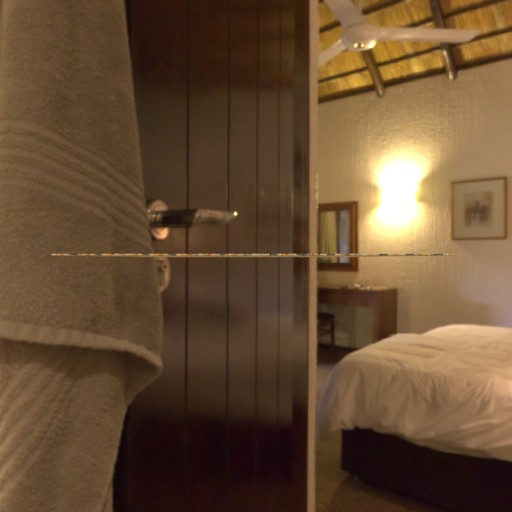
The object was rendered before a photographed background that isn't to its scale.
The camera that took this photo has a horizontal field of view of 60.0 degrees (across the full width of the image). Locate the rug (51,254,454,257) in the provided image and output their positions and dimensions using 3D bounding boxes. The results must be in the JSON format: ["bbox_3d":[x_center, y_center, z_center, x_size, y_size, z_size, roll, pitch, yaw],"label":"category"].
[{"bbox_3d":[0.000,0.000,4.186,2.439,0.010,3.048,0,0,1],"label":"rug"}]
